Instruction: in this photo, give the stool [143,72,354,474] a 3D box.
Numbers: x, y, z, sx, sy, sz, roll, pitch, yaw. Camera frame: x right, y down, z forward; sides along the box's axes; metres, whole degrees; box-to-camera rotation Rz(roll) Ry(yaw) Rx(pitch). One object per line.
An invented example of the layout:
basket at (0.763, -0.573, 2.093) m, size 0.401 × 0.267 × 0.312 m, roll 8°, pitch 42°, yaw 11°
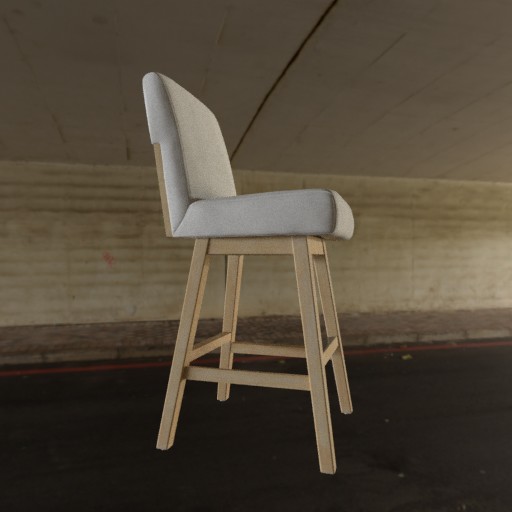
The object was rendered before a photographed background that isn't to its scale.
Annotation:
stool at (0.000, 0.000, 1.309) m, size 0.543 × 1.015 × 0.446 m, roll 0°, pitch 0°, yaw 17°
